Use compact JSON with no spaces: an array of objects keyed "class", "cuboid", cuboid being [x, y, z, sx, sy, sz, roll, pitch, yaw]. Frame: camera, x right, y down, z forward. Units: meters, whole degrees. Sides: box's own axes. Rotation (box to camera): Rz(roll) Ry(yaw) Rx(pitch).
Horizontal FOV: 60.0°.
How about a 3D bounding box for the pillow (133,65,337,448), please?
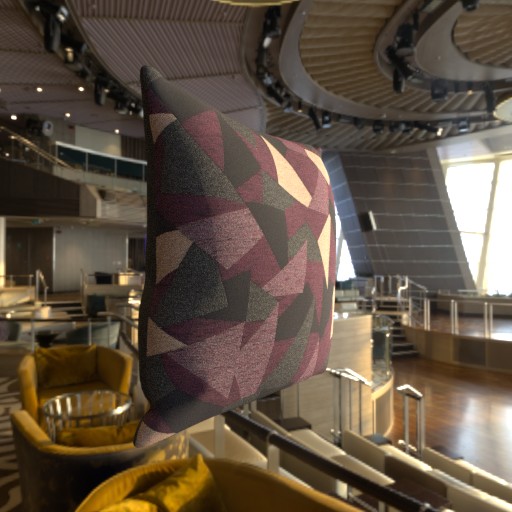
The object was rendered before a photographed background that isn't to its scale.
[{"class":"pillow","cuboid":[0.000,0.000,0.761,0.208,0.496,0.503,-1,-1,36]}]
